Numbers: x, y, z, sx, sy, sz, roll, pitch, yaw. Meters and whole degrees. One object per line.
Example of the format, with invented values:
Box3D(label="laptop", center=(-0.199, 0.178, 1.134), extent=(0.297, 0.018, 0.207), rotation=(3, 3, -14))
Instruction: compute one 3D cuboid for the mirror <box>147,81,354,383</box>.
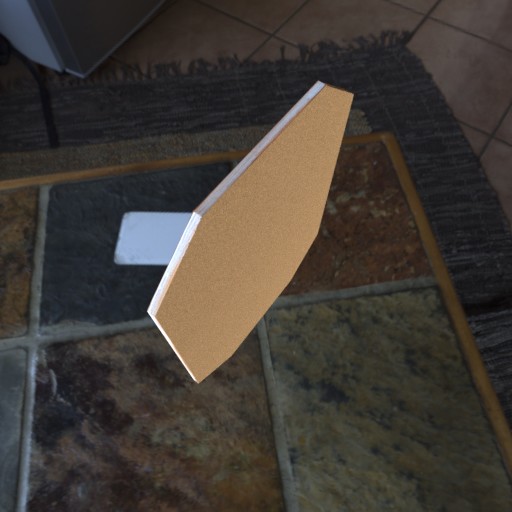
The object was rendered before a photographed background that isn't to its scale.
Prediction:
Box3D(label="mirror", center=(0.000, 0.000, 1.287), extent=(0.061, 1.015, 0.709), rotation=(34, 69, 15))
